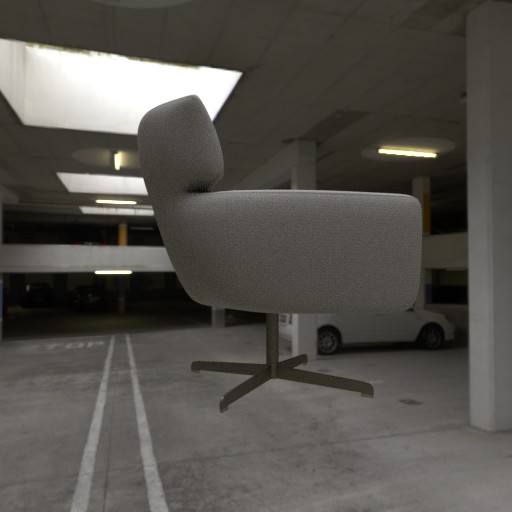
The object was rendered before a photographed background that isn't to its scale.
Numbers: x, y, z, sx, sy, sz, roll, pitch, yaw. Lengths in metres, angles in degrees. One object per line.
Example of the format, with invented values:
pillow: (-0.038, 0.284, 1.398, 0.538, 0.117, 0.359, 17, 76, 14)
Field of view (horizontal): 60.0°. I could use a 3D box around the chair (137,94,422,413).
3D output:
chair: (0.000, 0.000, 1.403, 0.730, 0.810, 0.760, 0, -2, -17)
